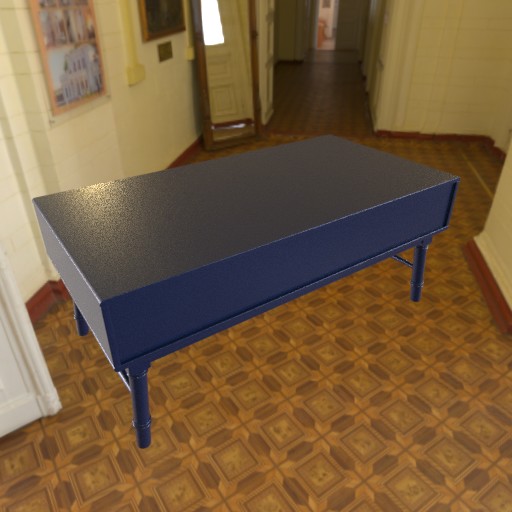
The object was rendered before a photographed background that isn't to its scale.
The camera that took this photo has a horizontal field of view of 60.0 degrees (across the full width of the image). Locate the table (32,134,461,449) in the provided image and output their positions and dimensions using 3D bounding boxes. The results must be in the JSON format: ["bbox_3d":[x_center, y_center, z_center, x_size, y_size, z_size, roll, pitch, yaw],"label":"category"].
[{"bbox_3d":[0.000,0.000,1.353,1.067,0.457,0.572,-20,36,-29],"label":"table"}]
